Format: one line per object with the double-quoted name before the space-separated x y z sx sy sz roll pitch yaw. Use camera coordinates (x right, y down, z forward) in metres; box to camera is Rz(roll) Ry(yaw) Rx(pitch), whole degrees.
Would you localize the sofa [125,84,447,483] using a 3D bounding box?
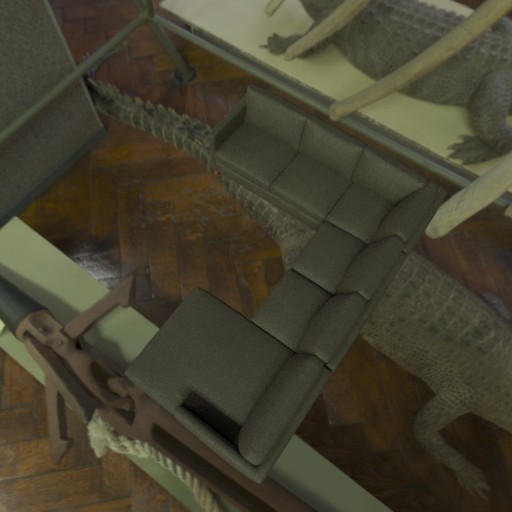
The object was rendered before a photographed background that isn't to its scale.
"sofa" 0.000 0.000 4.649 2.594 0.961 3.460 33 69 15
